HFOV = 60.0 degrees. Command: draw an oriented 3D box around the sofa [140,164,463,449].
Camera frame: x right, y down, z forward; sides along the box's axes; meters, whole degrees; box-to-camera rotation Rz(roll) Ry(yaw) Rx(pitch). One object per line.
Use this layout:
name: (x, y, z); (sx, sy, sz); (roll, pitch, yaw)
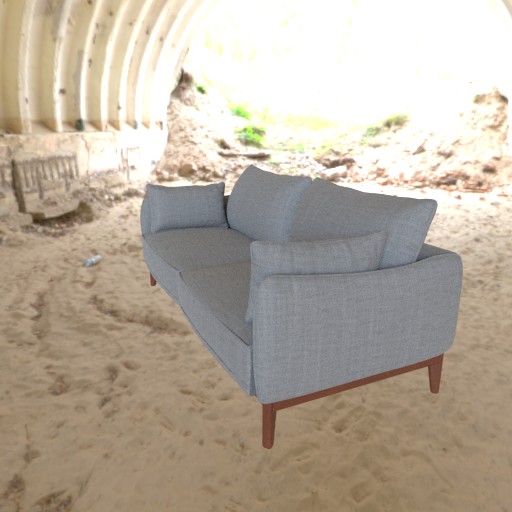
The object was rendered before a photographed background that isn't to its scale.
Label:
sofa: (0.000, 0.000, 2.458); (0.972, 0.851, 1.989); (-7, 18, -24)
